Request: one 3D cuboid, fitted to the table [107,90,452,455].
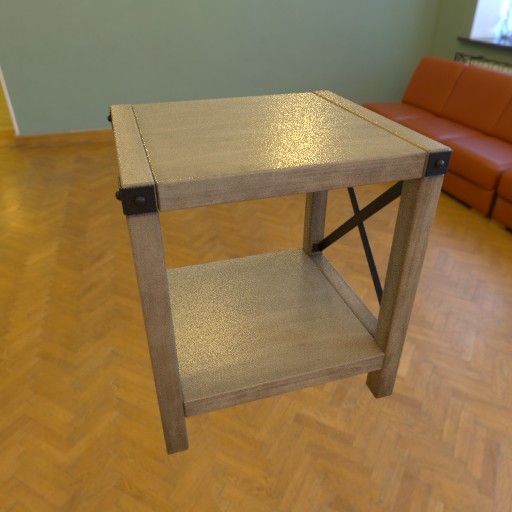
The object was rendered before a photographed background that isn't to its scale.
[{"bbox_3d":[0.000,0.000,0.943,0.510,0.561,0.459,-9,33,-15],"label":"table"}]
